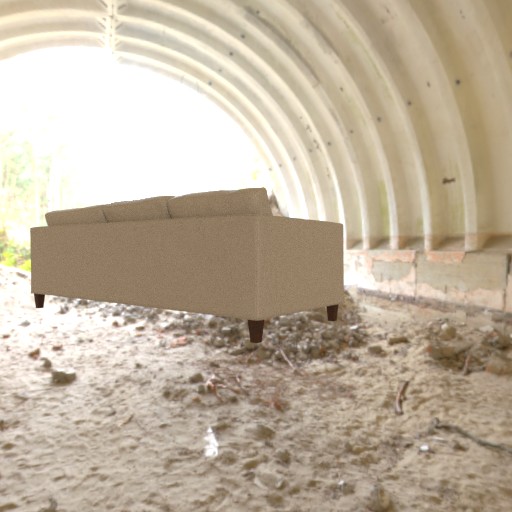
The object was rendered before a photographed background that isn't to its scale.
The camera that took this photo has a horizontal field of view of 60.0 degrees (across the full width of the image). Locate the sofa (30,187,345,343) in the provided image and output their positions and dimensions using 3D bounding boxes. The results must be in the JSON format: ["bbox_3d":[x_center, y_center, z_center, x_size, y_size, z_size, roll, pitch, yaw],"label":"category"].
[{"bbox_3d":[0.000,0.000,4.284,2.432,0.863,3.182,1,1,37],"label":"sofa"}]
